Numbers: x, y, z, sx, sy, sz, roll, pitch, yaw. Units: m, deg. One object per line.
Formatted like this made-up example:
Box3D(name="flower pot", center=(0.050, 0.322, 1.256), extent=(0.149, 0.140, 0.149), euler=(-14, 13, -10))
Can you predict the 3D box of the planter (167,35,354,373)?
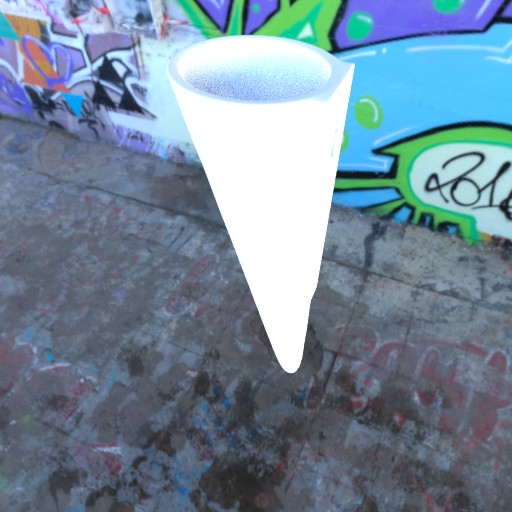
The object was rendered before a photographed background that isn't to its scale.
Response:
Box3D(name="planter", center=(0.000, 0.000, 0.226), extent=(0.064, 0.193, 0.057), euler=(17, 49, 16))
